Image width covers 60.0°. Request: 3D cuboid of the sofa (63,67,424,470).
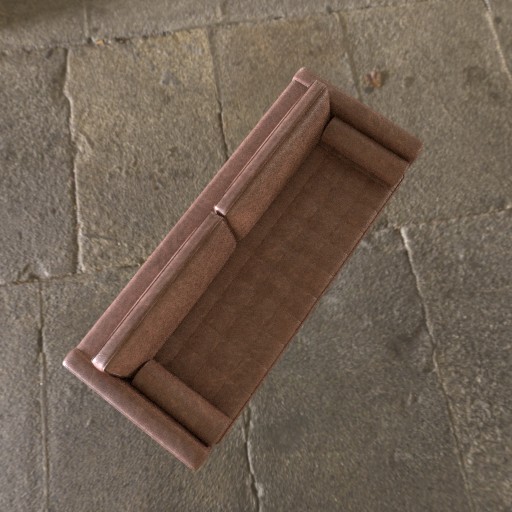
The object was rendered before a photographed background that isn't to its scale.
[{"bbox_3d":[0.000,0.000,2.623,0.914,0.762,2.210,35,79,8],"label":"sofa"}]
